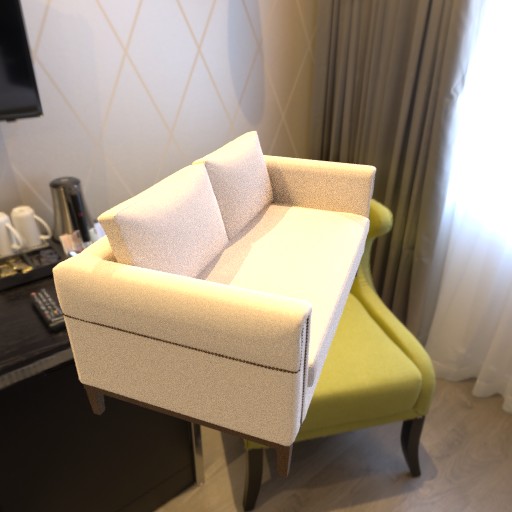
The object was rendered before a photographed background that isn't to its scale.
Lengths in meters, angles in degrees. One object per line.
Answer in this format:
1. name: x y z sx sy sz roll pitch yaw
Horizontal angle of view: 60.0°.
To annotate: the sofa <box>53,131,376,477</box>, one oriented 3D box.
1. sofa: 0.000 0.000 2.117 0.905 0.873 1.598 10 29 18
